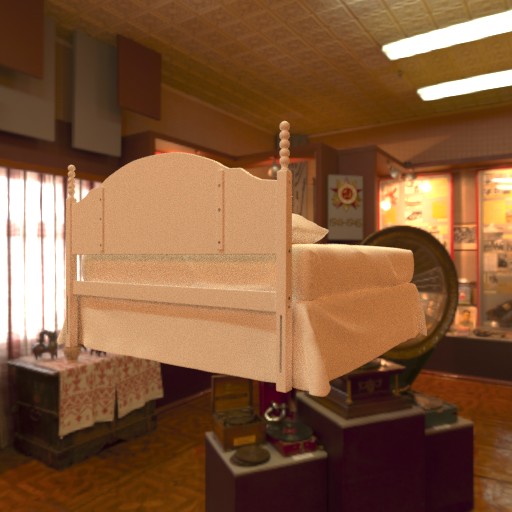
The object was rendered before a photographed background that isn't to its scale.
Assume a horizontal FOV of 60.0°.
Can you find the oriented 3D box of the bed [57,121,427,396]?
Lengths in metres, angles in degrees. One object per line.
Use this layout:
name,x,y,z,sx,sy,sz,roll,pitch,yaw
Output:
bed,0.000,0.000,3.639,2.322,1.355,2.219,0,0,35
